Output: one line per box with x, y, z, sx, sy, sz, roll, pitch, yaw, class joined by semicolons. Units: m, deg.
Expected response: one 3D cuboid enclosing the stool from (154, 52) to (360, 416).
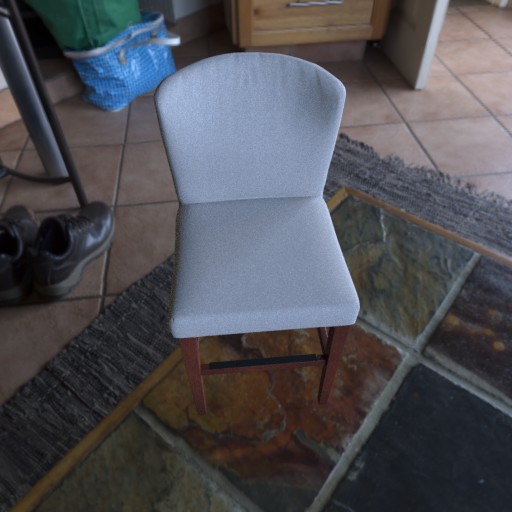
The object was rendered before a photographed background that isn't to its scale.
0.000;0.000;1.313;0.479;0.968;0.568;-4;47;-4;stool
